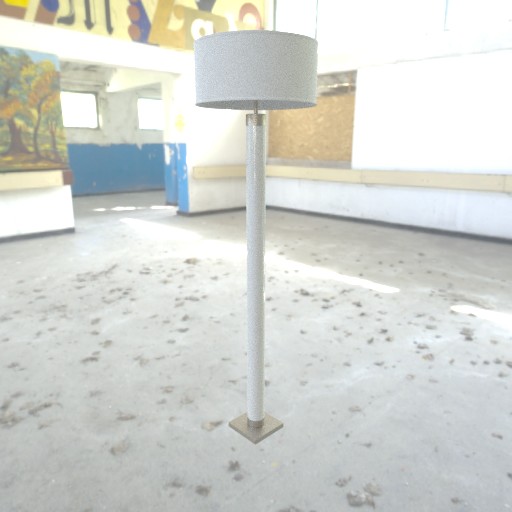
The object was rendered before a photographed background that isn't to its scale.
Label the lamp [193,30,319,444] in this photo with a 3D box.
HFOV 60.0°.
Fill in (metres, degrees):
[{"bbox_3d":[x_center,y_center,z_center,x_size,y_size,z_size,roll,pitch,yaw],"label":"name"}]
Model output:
[{"bbox_3d":[0.000,0.000,1.666,0.420,1.475,0.420,-13,19,-42],"label":"lamp"}]
